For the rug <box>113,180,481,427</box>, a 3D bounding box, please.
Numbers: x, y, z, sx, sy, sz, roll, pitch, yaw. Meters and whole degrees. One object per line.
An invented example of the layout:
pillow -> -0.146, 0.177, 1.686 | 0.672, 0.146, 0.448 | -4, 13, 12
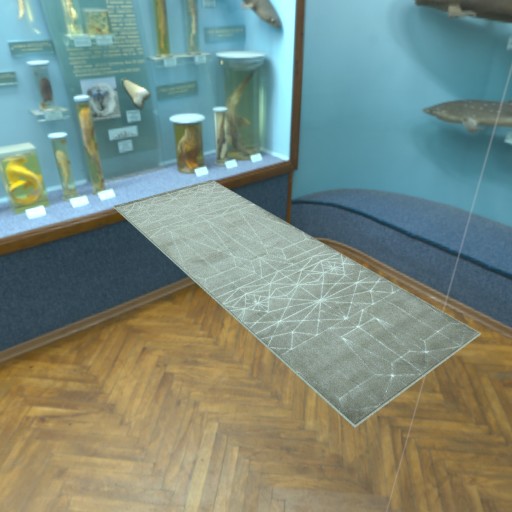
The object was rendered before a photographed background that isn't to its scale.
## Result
rug -> 0.000, 0.000, 2.682 | 0.864, 0.012, 2.388 | -21, 38, -31
